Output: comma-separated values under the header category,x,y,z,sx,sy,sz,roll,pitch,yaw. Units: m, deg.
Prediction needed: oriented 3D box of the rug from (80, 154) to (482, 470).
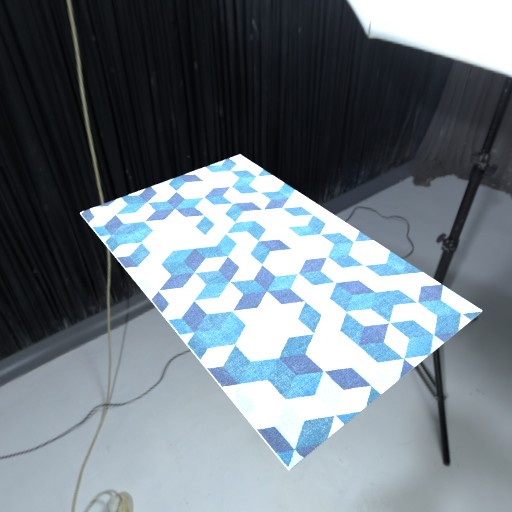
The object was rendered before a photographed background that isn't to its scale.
category,x,y,z,sx,sy,sz,roll,pitch,yaw
rug,0.000,0.000,3.011,1.518,0.015,2.438,-27,47,-28
